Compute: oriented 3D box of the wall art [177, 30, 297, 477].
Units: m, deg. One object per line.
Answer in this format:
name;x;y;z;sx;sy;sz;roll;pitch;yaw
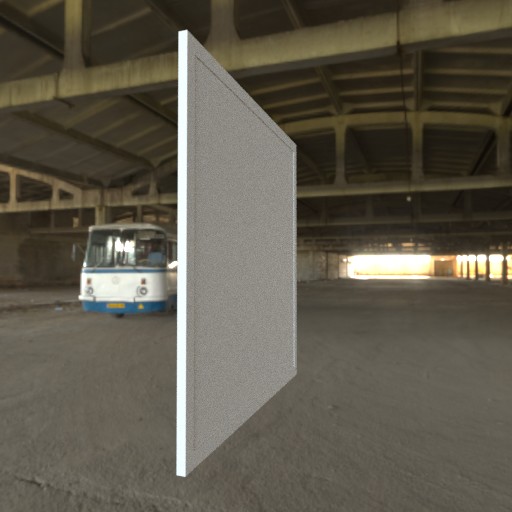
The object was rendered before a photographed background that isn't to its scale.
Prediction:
wall art;0.000;0.000;0.968;0.015;0.660;0.660;-1;-2;19
